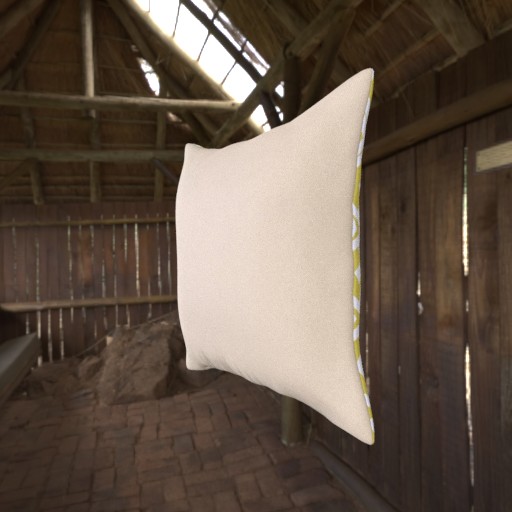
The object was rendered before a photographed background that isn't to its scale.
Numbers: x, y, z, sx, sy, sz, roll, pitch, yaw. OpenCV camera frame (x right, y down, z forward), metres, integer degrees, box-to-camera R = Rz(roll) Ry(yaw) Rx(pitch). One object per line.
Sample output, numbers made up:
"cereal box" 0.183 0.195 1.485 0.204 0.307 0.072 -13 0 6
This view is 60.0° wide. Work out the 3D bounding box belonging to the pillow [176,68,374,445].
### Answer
"pillow" 0.000 0.000 0.777 0.188 0.494 0.504 0 0 -37
